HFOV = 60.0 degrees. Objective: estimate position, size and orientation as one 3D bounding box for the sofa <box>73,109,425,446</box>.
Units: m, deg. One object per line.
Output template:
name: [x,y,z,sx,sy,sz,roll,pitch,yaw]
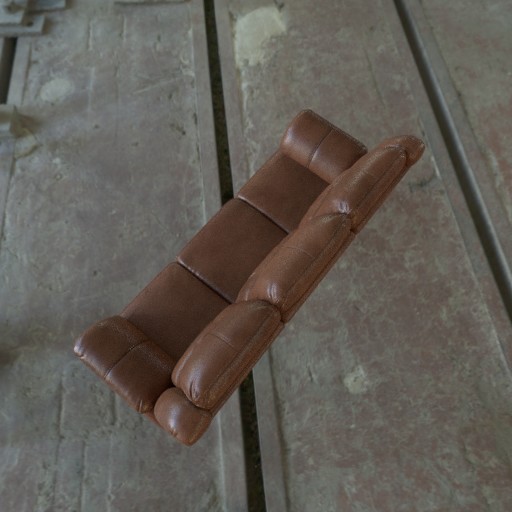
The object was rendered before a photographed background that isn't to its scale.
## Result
sofa: [0.000,0.000,2.894,0.991,1.043,2.337,36,70,15]
